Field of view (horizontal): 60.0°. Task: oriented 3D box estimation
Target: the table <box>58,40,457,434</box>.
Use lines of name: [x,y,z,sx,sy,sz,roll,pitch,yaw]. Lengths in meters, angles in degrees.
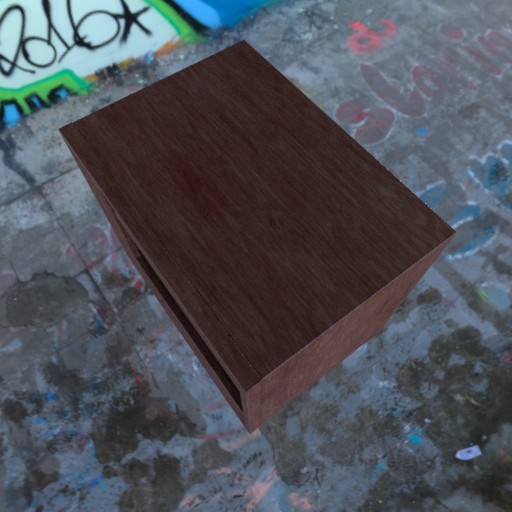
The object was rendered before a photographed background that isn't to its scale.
table: [0.000,0.000,1.002,0.449,0.609,0.557,-33,67,-16]
